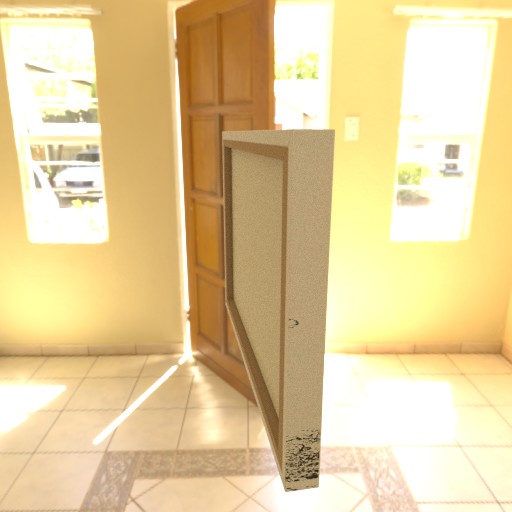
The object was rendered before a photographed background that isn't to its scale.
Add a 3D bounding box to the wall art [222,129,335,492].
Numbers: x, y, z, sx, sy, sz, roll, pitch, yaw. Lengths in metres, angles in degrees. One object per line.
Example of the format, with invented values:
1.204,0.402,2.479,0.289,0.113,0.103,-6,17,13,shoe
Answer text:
0.000,0.000,0.762,0.042,0.414,0.608,-3,16,-10,wall art
